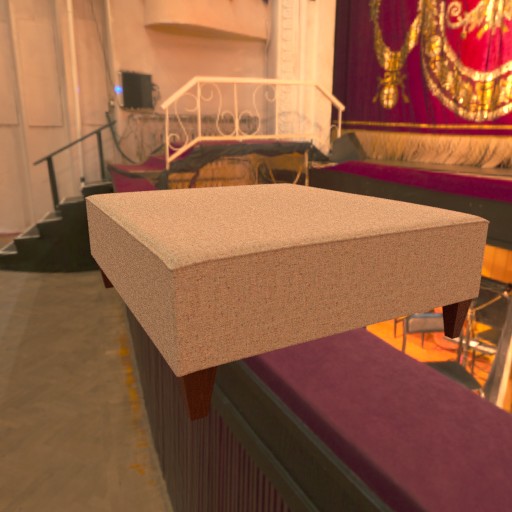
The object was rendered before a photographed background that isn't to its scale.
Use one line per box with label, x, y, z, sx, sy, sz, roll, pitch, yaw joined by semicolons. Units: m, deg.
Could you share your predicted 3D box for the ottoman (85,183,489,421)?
ottoman;0.000;0.000;1.201;0.736;0.303;0.835;-8;17;-27
